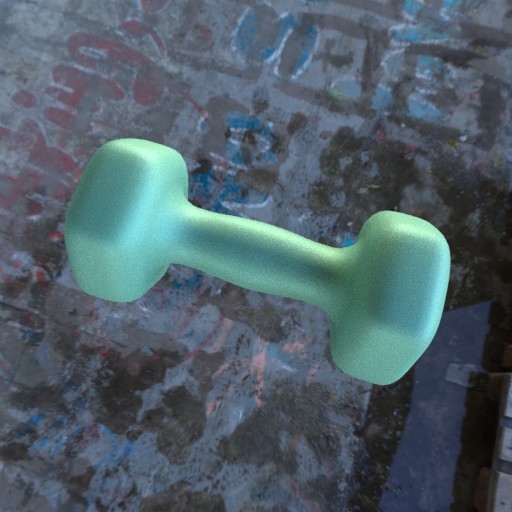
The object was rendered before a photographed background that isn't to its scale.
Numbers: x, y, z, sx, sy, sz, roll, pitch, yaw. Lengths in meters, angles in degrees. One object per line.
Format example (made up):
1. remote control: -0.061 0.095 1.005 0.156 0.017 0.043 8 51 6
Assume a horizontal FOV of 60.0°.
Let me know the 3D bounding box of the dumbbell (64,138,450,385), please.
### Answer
1. dumbbell: 0.000 0.000 0.330 0.260 0.117 0.129 17 77 4
